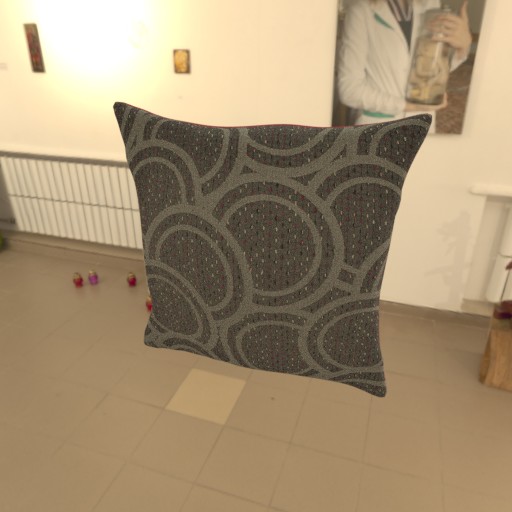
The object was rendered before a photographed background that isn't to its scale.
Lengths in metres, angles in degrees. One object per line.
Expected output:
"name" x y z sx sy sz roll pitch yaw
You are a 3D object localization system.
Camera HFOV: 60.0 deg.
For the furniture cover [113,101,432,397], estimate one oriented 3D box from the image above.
"furniture cover" 0.000 0.000 0.794 0.514 0.513 0.163 8 27 16
